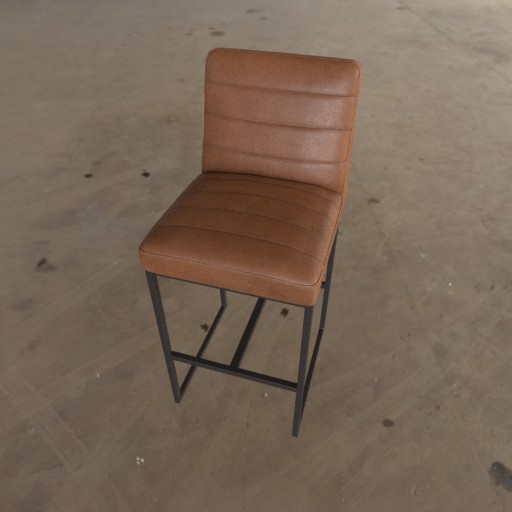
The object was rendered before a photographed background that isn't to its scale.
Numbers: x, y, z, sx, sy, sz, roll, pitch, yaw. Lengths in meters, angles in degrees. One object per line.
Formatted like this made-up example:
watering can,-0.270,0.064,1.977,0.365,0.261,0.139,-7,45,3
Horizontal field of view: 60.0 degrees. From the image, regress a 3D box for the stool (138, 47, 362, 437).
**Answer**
stool,0.000,0.000,1.346,0.458,1.040,0.556,11,42,13
